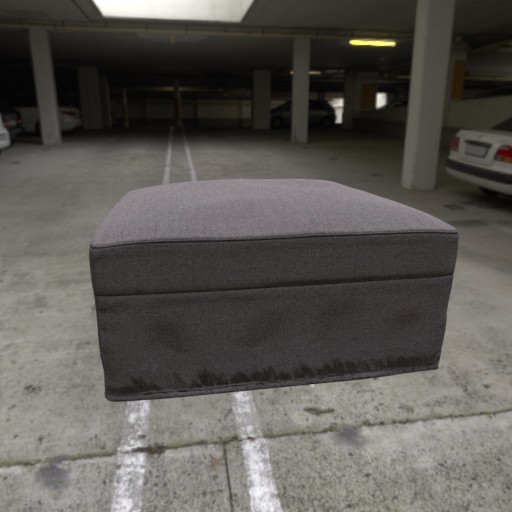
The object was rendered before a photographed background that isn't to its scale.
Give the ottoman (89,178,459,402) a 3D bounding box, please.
[{"bbox_3d":[0.000,0.000,1.379,0.843,0.436,0.840,-3,16,-10],"label":"ottoman"}]
